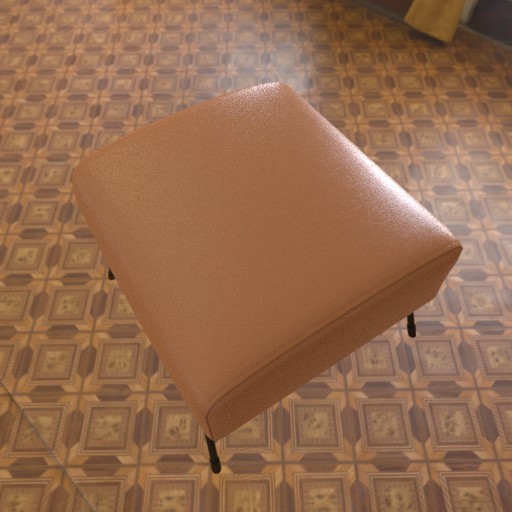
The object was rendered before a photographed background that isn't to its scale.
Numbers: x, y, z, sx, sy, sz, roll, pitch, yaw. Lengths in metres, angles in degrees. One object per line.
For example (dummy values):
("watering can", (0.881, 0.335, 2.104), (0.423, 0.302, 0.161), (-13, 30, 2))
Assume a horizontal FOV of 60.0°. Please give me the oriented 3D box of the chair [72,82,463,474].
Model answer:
("chair", (0.000, 0.000, 0.876), (0.530, 0.410, 0.530), (-28, 61, -18))
